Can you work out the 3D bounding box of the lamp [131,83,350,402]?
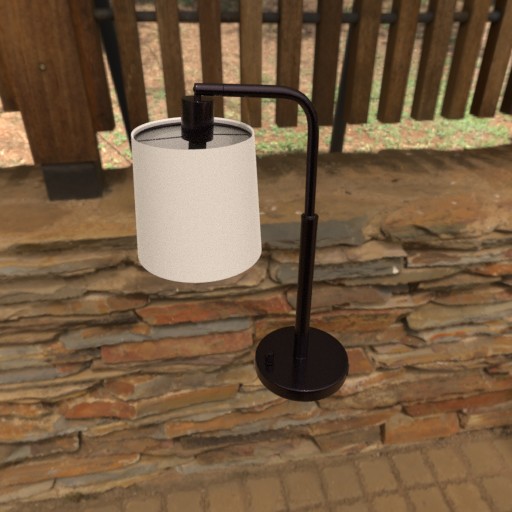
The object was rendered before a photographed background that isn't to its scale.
[{"bbox_3d":[0.000,0.000,0.654,0.333,0.489,0.171,-8,32,-13],"label":"lamp"}]
